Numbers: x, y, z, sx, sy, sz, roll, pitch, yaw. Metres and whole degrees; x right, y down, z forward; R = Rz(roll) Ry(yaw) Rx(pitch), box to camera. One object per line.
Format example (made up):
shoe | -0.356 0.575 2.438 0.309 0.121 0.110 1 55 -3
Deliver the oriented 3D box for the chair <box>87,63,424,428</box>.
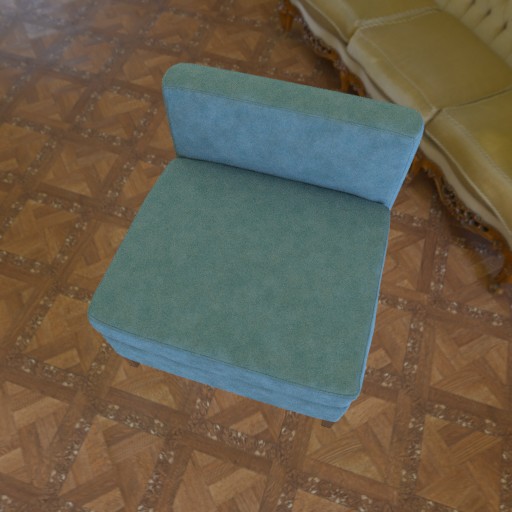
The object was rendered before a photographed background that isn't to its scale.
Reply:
chair | 0.000 0.000 1.230 0.684 0.660 0.685 15 61 9
